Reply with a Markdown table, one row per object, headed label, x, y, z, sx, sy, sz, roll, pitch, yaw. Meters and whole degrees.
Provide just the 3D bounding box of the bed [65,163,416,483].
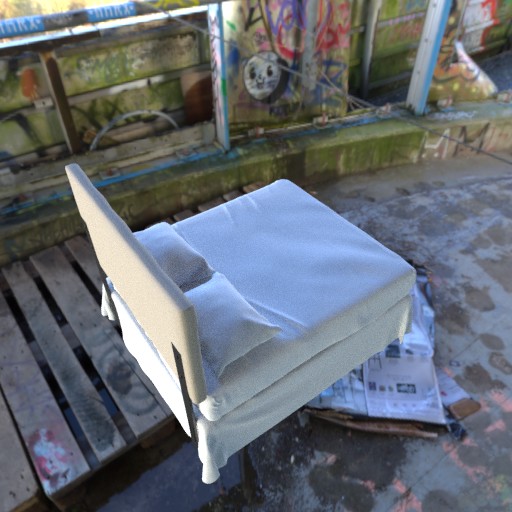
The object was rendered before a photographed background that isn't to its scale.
| label | x | y | z | sx | sy | sz | roll | pitch | yaw |
| --- | --- | --- | --- | --- | --- | --- | --- | --- | --- |
| bed | 0.000 | 0.000 | 3.493 | 2.222 | 1.577 | 1.936 | -26 | 48 | -26 |
